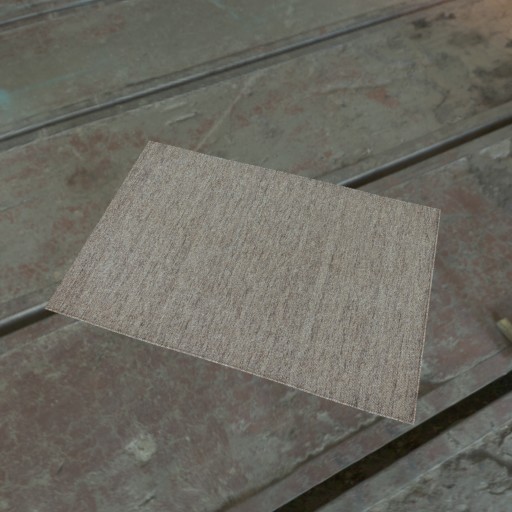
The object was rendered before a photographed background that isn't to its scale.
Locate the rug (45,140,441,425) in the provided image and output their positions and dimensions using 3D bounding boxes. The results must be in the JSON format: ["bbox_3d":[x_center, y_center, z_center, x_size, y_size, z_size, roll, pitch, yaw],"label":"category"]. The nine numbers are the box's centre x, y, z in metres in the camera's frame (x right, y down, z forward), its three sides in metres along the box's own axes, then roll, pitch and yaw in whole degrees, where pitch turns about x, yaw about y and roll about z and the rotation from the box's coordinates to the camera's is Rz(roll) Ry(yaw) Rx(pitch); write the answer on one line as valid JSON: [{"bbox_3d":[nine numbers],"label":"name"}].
[{"bbox_3d":[0.000,0.000,2.968,2.283,0.013,1.547,15,60,9],"label":"rug"}]
